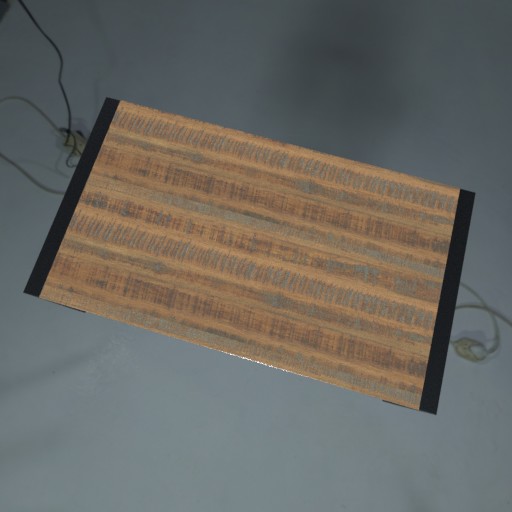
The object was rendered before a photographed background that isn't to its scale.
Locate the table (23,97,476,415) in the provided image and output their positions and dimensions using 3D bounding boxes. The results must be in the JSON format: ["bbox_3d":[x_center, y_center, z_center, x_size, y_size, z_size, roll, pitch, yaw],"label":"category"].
[{"bbox_3d":[0.000,0.000,1.666,1.350,0.400,0.750,16,76,4],"label":"table"}]
